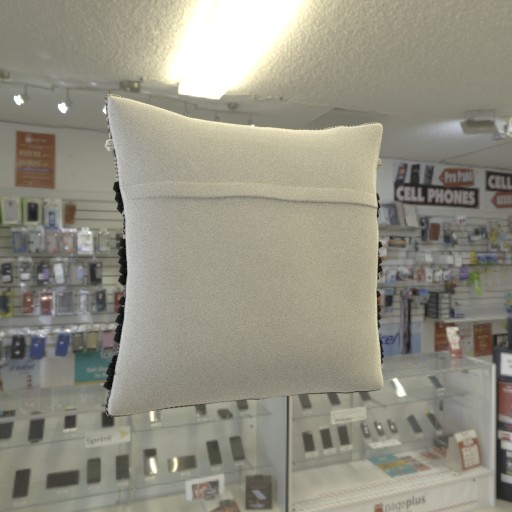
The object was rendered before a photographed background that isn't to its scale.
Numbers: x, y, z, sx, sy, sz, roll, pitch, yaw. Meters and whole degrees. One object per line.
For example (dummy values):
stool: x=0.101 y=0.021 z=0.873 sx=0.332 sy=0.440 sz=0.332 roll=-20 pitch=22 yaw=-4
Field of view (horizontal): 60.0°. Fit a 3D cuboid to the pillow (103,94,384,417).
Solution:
pillow: x=0.000 y=0.000 z=0.669 sx=0.436 sy=0.438 sz=0.156 roll=0 pitch=0 yaw=-18
